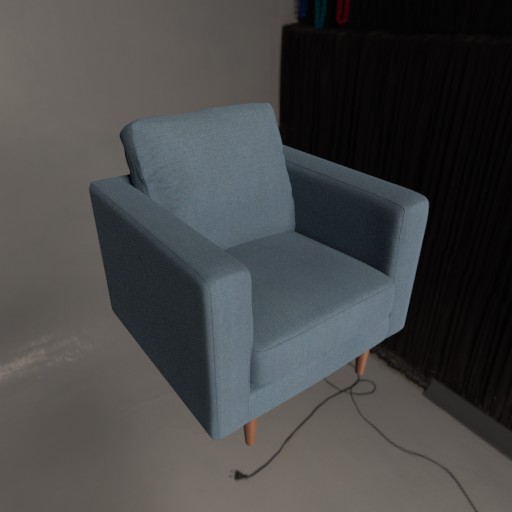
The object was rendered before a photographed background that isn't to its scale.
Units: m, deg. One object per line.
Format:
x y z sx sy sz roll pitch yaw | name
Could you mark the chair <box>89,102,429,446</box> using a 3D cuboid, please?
0.000 0.000 1.570 0.855 0.922 0.820 -20 35 -32 | chair
